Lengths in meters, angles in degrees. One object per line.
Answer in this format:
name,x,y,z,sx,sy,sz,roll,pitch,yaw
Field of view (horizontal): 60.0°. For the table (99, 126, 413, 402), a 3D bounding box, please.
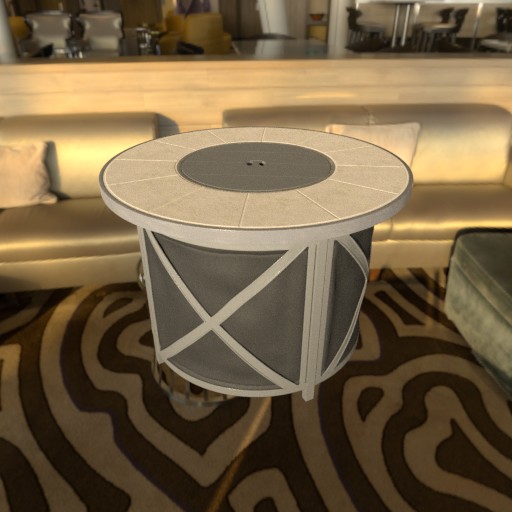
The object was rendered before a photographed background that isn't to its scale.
table,0.000,0.000,1.509,0.914,0.650,0.914,0,30,0
